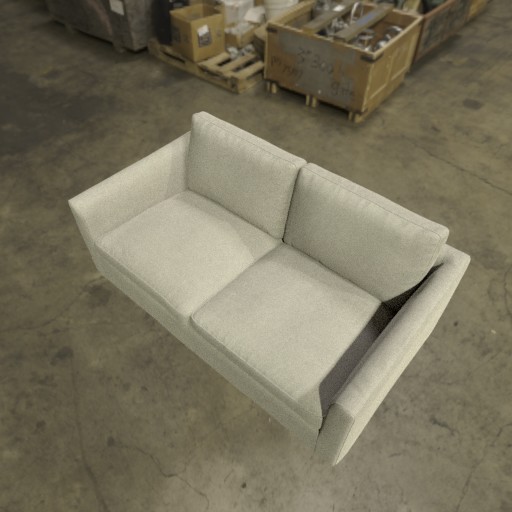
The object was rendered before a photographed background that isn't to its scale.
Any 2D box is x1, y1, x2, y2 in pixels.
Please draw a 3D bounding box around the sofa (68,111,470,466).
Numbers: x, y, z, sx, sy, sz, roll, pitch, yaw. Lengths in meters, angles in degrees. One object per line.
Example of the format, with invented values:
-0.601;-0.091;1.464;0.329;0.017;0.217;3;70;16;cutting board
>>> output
0.000;0.000;2.495;1.905;0.839;1.091;32;55;27;sofa
